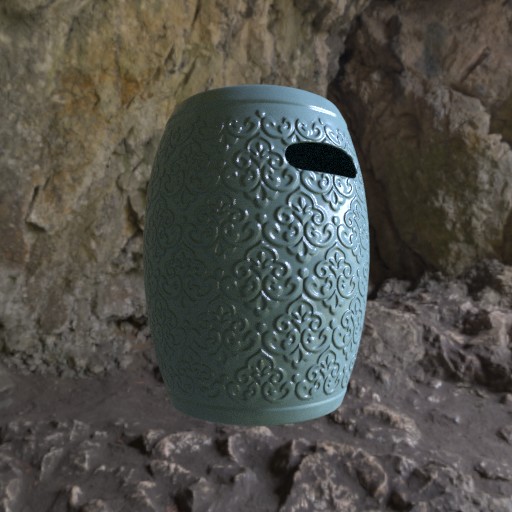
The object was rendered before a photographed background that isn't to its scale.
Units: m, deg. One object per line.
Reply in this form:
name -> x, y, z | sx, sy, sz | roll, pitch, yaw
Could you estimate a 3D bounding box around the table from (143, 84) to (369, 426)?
table -> 0.000, 0.000, 0.624 | 0.309, 0.397, 0.309 | 0, -2, 0
